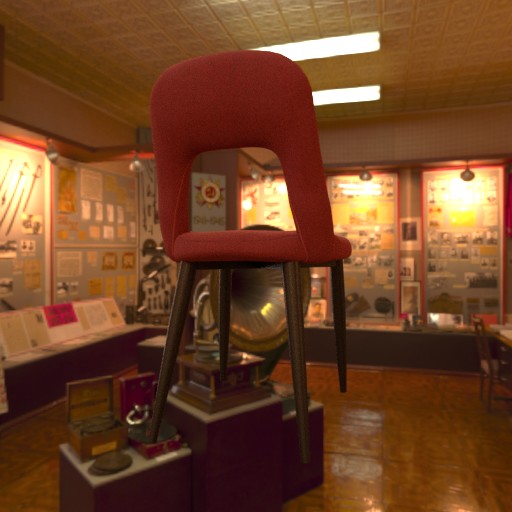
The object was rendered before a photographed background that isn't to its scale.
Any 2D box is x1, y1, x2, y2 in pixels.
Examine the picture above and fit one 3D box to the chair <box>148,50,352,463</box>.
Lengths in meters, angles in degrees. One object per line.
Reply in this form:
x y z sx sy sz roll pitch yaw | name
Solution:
0.000 0.000 1.221 0.483 0.892 0.569 0 0 18 | chair
